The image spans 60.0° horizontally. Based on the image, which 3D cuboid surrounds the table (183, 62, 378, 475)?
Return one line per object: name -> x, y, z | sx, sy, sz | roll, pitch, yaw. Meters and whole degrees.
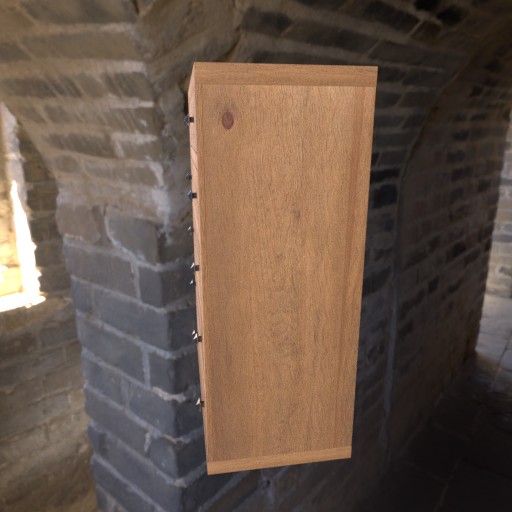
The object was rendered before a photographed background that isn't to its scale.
table -> 0.000, 0.000, 1.764 | 0.524, 1.294, 0.901 | -3, 16, -9
